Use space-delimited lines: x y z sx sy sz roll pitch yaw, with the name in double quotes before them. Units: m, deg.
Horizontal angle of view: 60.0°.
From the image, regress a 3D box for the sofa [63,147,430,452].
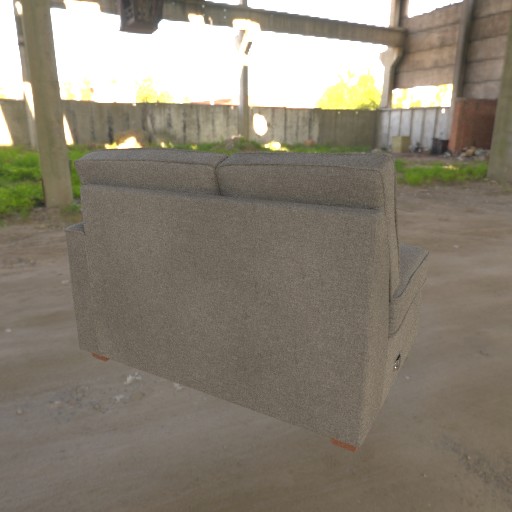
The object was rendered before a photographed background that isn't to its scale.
"sofa" 0.000 0.000 2.030 1.388 0.989 0.991 9 19 29
